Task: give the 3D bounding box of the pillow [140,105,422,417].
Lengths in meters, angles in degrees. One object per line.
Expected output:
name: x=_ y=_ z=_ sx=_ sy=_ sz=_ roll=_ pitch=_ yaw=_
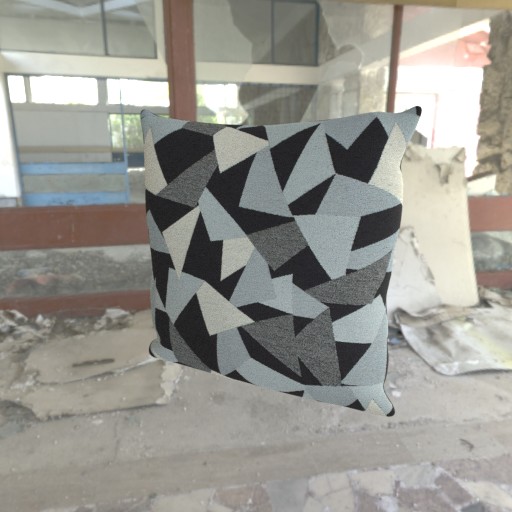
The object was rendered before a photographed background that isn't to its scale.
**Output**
pillow: x=0.000 y=0.000 z=0.768 sx=0.503 sy=0.496 sz=0.208 roll=7 pitch=16 yaw=25
